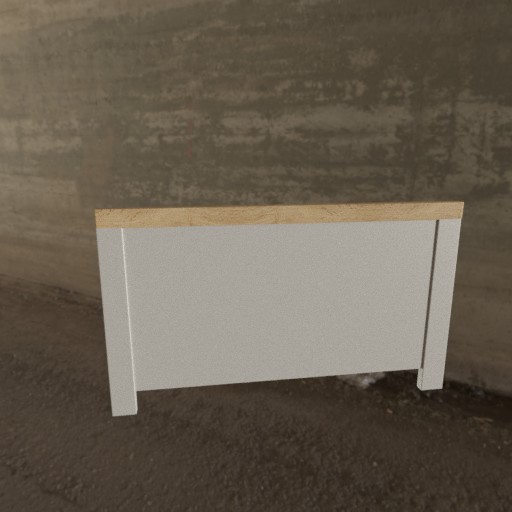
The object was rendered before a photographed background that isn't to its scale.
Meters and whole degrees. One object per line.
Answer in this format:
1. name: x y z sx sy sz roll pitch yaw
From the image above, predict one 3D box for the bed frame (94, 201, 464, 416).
1. bed frame: 0.000 0.000 3.063 1.670 0.980 2.050 -2 15 -8
